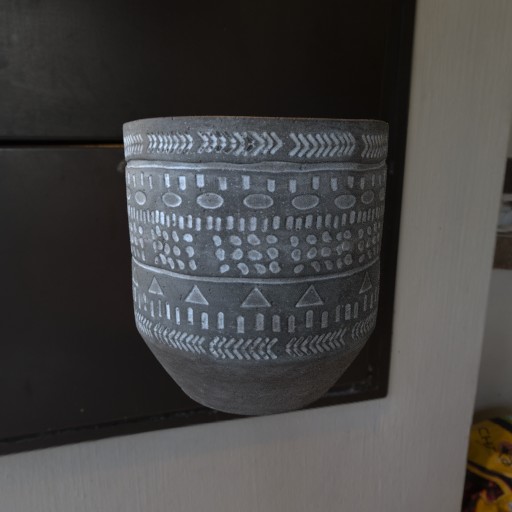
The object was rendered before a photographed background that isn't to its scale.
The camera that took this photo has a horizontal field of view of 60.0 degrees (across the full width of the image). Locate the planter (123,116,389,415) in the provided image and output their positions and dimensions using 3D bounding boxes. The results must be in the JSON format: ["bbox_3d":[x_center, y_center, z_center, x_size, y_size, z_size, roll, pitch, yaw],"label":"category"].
[{"bbox_3d":[0.000,0.000,0.261,0.142,0.149,0.142,0,14,0],"label":"planter"}]
